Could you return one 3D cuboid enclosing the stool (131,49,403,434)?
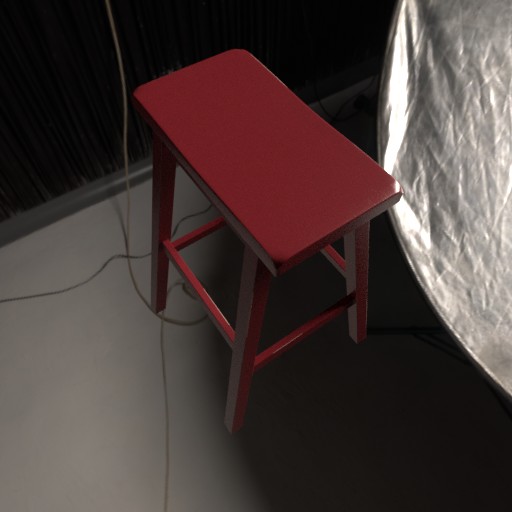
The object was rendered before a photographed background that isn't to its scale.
[{"bbox_3d":[0.000,0.000,1.035,0.476,0.737,0.457,-30,62,-18],"label":"stool"}]
